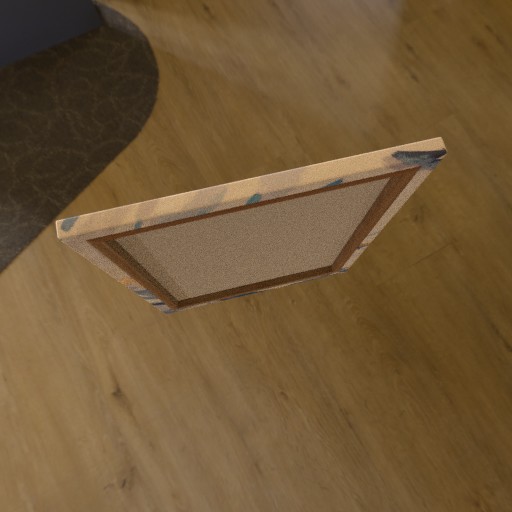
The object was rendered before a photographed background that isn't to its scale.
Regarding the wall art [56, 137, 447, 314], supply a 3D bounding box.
[{"bbox_3d":[0.000,0.000,1.333,0.761,1.015,0.038,-13,75,-3],"label":"wall art"}]
